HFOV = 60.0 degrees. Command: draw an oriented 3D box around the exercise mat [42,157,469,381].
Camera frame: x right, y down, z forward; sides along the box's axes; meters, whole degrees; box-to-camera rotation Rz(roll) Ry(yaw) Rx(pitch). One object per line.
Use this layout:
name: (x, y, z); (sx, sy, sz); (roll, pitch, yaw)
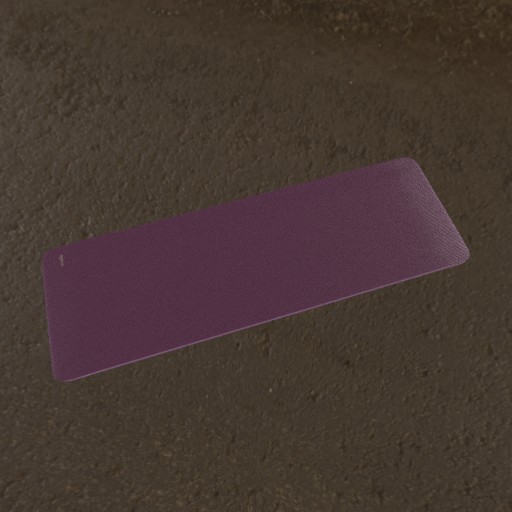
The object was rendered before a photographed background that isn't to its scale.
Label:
exercise mat: (0.000, 0.000, 2.009); (1.869, 0.021, 0.616); (-16, 65, -7)
